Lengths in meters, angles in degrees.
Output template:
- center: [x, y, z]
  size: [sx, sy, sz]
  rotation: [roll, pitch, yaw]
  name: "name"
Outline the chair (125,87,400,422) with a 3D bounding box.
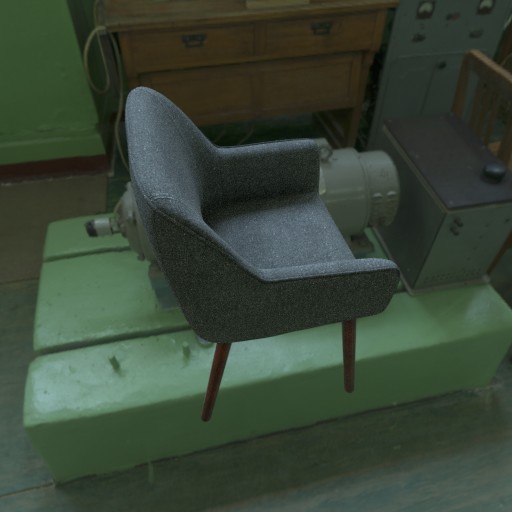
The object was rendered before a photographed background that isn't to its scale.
- center: [0.000, 0.000, 1.174]
  size: [0.519, 0.803, 0.543]
  rotation: [-10, 47, -10]
  name: "chair"
